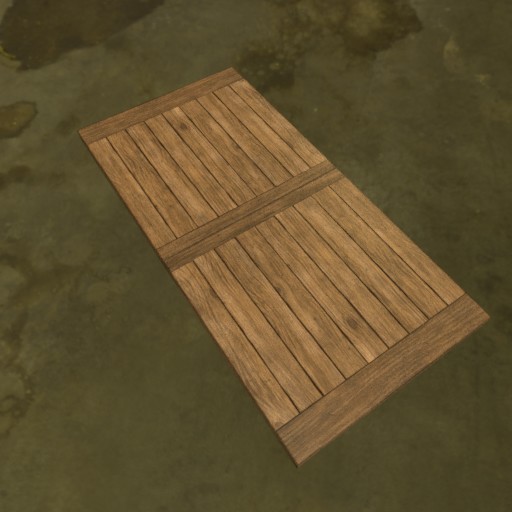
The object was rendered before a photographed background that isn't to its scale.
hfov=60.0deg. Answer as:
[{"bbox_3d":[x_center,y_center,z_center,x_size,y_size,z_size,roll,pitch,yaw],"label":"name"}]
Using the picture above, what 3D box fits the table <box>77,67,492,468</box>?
[{"bbox_3d":[0.000,0.000,2.298,0.931,0.757,1.867,-30,63,-17],"label":"table"}]
